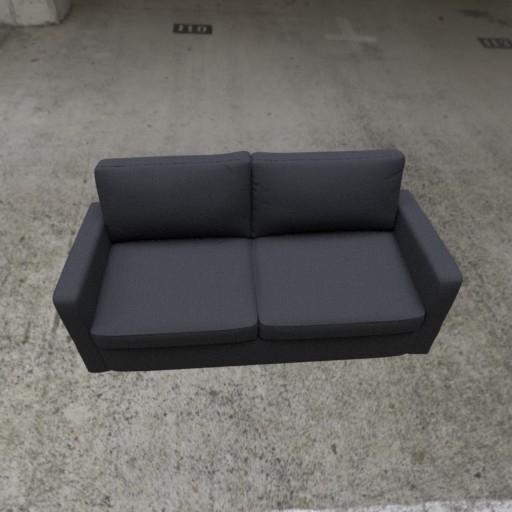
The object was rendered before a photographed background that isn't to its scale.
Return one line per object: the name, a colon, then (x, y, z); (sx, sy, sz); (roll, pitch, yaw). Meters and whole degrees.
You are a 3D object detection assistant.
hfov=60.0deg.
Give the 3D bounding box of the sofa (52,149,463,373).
sofa: (0.000, 0.000, 2.368); (1.852, 0.839, 0.898); (-3, 48, -2)
